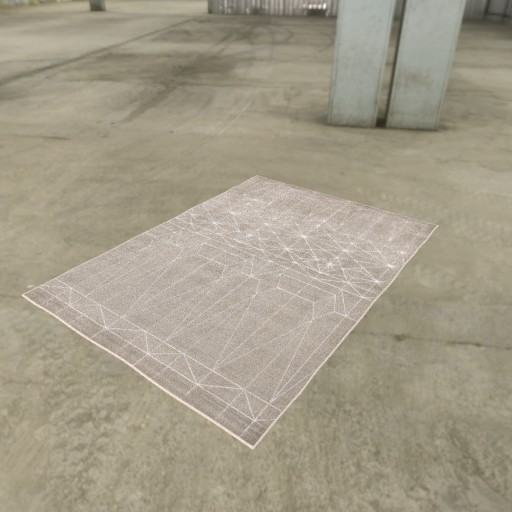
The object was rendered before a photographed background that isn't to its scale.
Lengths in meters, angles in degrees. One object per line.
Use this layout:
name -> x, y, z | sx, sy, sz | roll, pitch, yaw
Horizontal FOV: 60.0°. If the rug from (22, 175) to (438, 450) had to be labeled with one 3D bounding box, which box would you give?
rug -> 0.000, 0.000, 4.262 | 2.449, 0.019, 3.357 | 21, 38, 30
